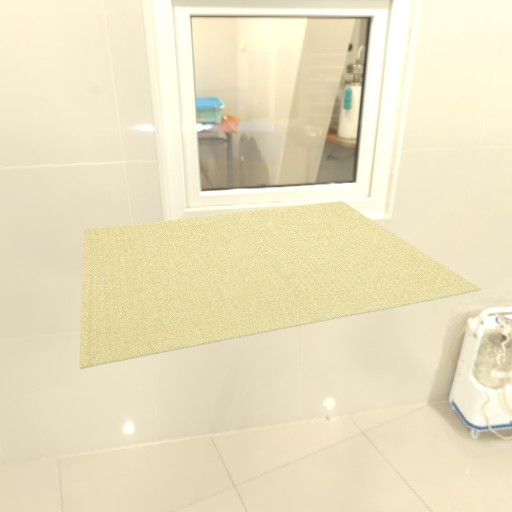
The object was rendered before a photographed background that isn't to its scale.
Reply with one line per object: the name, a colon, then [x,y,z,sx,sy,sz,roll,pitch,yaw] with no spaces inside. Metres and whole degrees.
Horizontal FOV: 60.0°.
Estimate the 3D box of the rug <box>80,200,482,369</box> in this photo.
rug: [0.000,0.000,4.329,3.204,0.016,2.452,-8,27,-16]
